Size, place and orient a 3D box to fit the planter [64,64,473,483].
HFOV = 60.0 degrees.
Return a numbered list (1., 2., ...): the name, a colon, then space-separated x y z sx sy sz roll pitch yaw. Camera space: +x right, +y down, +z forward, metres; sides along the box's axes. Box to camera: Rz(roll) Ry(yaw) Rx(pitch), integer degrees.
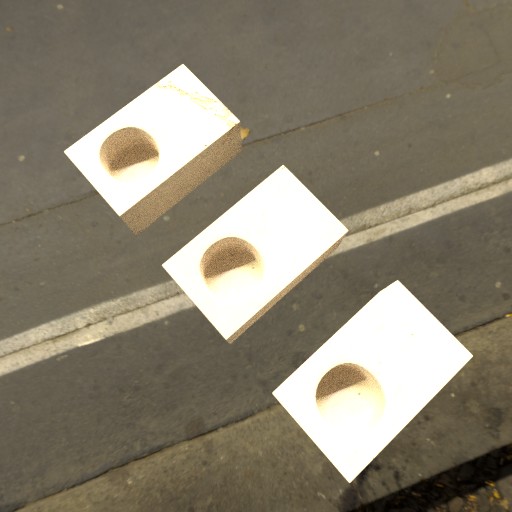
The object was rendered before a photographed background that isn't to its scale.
1. planter: 0.000 0.000 0.368 0.127 0.051 0.333 -41 79 -10
